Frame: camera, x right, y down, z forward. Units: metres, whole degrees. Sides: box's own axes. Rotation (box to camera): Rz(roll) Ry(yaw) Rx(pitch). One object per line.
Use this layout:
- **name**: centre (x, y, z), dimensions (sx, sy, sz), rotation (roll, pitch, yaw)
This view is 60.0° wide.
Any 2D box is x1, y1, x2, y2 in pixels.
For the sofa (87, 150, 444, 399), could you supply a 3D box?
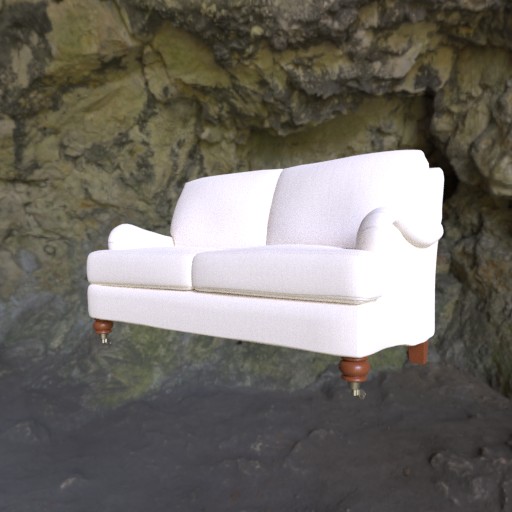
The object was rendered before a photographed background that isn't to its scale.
- **sofa**: centre (0.000, 0.000, 2.539), dimensions (1.853, 1.101, 1.084), rotation (0, 0, 37)
